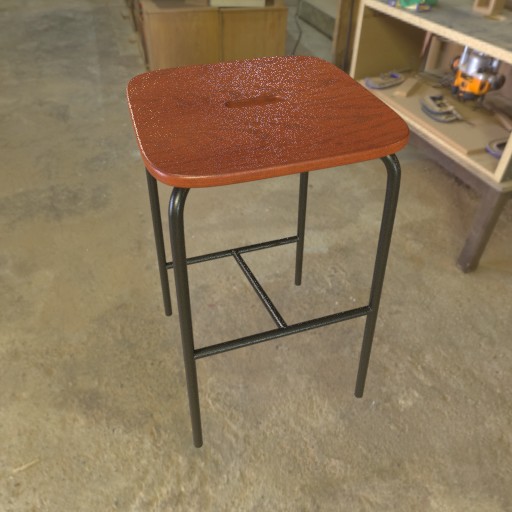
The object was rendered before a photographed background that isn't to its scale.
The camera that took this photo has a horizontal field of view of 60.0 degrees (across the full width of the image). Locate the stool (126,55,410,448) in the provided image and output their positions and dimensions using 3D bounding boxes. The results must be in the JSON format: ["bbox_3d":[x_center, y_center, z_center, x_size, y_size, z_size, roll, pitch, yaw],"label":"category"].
[{"bbox_3d":[0.000,0.000,0.853,0.376,0.610,0.376,-12,43,-13],"label":"stool"}]
